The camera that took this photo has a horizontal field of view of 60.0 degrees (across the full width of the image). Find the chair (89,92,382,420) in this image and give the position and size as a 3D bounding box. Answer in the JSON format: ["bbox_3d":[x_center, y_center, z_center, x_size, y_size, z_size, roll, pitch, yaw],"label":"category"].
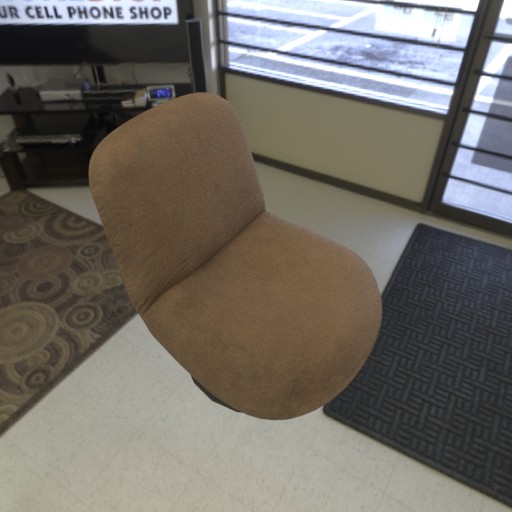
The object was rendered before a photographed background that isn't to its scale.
[{"bbox_3d":[0.000,0.000,1.014,0.597,0.594,0.521,25,46,26],"label":"chair"}]
